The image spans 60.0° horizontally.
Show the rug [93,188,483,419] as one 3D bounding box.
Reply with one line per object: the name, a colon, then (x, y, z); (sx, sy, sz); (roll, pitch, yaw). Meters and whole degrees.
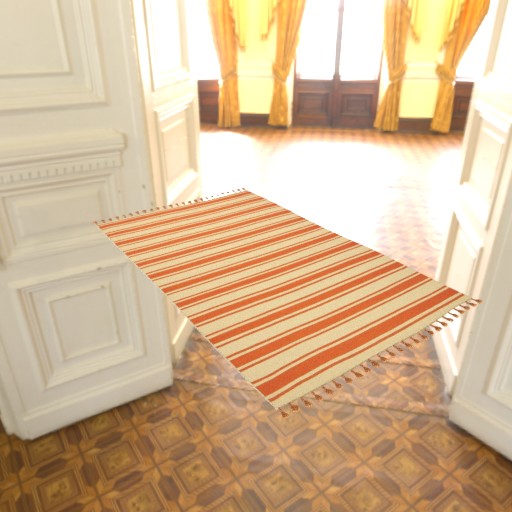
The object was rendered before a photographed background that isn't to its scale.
rug: (0.000, 0.000, 2.560); (1.232, 0.017, 2.092); (-18, 33, -31)
